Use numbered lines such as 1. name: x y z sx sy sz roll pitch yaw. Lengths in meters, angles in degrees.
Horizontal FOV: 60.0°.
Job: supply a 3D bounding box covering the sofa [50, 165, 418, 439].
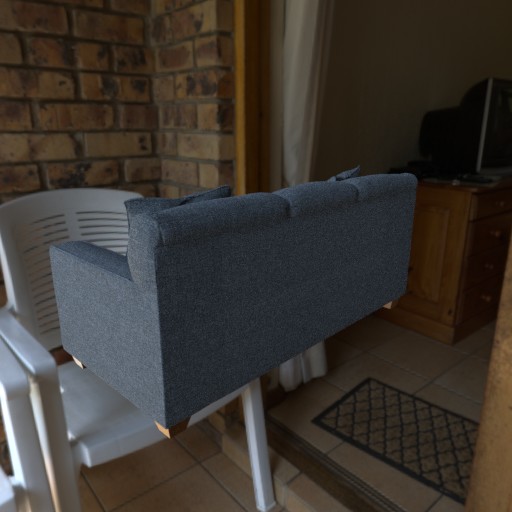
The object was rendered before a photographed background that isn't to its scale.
1. sofa: 0.000 0.000 2.600 0.997 0.958 2.024 15 23 42
